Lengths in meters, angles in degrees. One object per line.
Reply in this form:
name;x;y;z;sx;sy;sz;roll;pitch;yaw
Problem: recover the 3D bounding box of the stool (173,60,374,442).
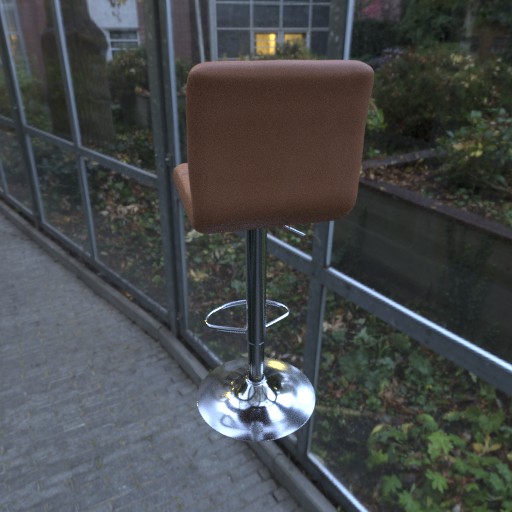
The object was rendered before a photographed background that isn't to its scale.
stool;0.000;0.000;1.365;0.430;1.115;0.505;-7;26;-15
